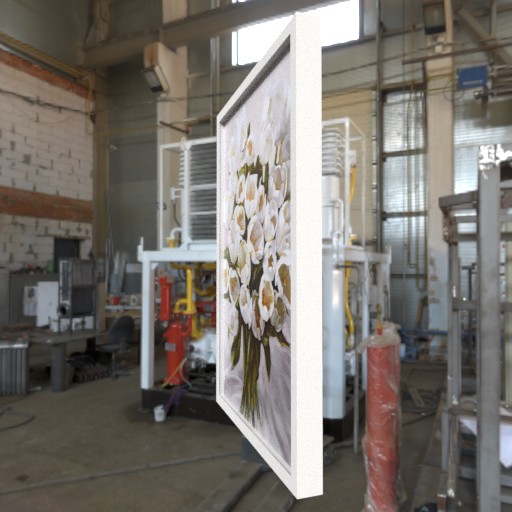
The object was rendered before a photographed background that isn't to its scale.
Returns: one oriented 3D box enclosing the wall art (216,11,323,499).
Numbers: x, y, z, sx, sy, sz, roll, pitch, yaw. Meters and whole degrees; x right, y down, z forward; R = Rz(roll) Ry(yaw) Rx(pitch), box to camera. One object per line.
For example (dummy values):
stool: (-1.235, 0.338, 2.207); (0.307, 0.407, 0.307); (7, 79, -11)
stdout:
wall art: (0.000, 0.000, 0.816); (0.038, 0.657, 0.450); (0, -1, -19)
